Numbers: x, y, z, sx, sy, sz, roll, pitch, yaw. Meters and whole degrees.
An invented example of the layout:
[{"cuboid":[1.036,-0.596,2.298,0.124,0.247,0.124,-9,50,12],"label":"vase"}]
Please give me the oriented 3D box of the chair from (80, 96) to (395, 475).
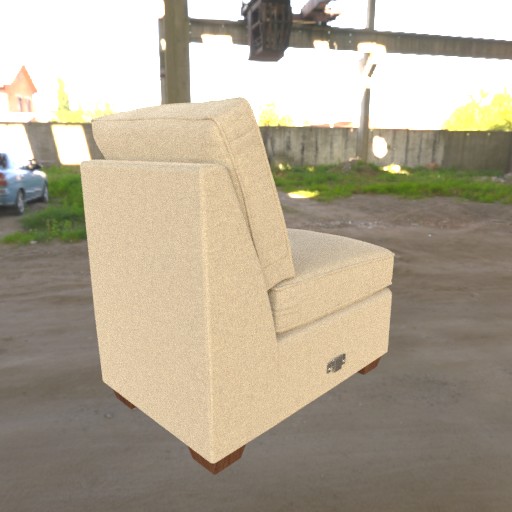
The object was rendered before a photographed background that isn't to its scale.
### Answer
[{"cuboid":[0.000,0.000,1.548,0.621,0.970,0.938,13,19,43],"label":"chair"}]
